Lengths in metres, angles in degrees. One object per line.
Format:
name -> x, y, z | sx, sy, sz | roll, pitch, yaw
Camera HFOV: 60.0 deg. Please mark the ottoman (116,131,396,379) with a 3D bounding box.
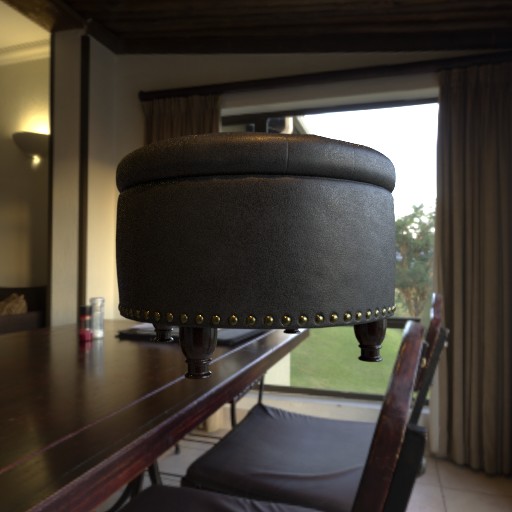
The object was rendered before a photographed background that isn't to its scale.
ottoman -> 0.000, 0.000, 1.053 | 0.637, 0.442, 0.637 | 0, -1, 0
